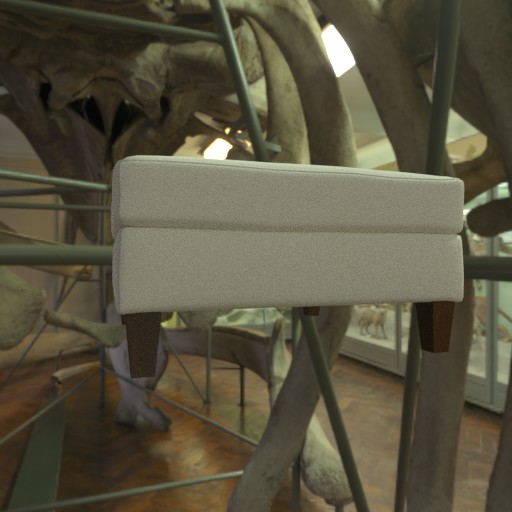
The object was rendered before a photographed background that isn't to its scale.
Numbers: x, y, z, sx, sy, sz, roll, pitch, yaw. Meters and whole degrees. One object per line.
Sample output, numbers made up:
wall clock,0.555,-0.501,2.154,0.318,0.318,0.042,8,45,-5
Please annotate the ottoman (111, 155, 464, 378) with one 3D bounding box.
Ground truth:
ottoman,0.000,0.000,1.350,0.838,0.479,0.838,0,0,-18
